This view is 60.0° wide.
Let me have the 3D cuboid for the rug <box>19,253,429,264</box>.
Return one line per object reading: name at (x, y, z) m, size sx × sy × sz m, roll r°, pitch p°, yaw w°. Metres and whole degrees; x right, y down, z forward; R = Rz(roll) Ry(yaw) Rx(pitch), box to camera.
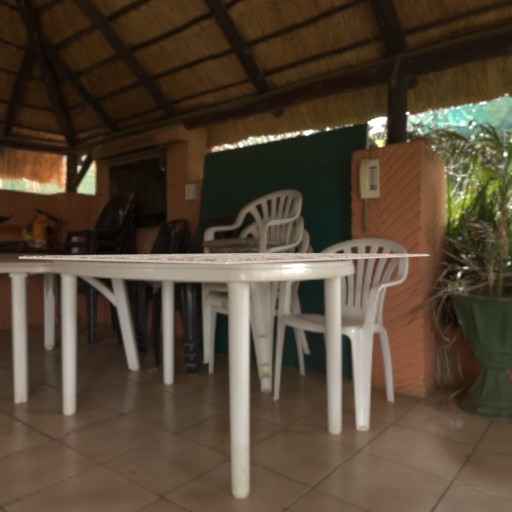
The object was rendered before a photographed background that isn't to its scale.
rug at (0.000, 0.000, 2.283) m, size 1.206 × 0.012 × 1.824 m, roll 1°, pitch 1°, yaw 38°
